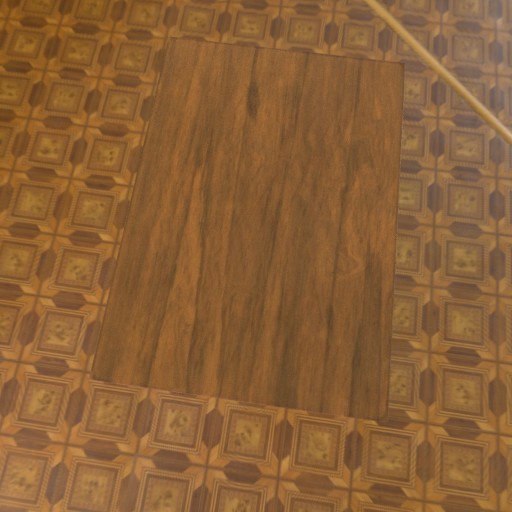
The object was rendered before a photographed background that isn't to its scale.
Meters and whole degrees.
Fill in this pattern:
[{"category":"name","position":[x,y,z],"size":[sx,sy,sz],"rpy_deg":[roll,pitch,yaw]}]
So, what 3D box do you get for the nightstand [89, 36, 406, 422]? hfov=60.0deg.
[{"category":"nightstand","position":[0.000,0.000,1.010],"size":[0.458,0.610,0.610],"rpy_deg":[7,74,2]}]
